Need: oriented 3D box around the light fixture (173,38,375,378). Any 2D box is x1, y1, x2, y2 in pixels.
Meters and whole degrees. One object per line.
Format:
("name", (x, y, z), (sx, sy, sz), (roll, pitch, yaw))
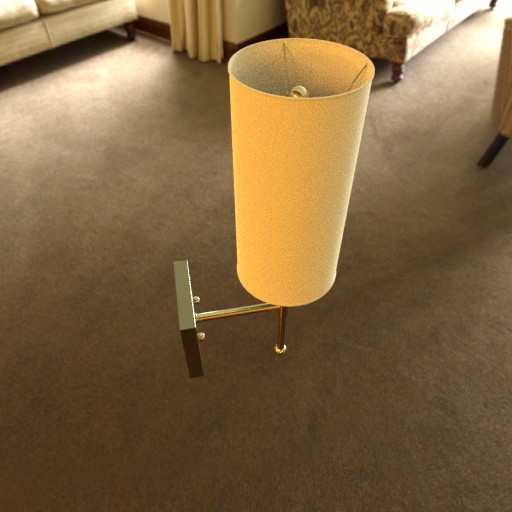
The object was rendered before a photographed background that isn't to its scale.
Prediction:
("light fixture", (0.000, 0.000, 0.548), (0.208, 0.462, 0.128), (-8, 46, -8))
